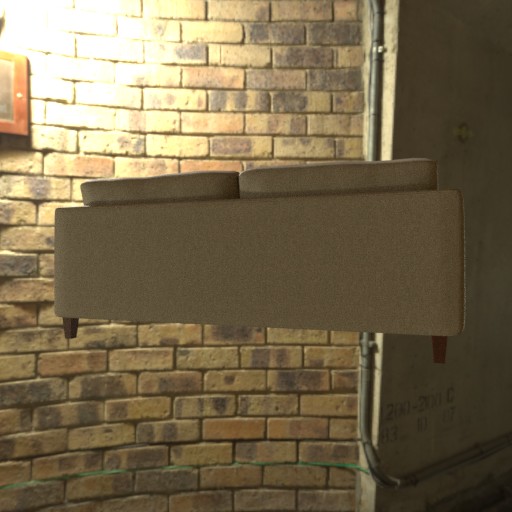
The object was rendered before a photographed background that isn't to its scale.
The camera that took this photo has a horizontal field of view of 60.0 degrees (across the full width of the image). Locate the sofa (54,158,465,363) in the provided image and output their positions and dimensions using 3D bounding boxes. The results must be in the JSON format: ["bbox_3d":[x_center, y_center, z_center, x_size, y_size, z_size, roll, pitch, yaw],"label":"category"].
[{"bbox_3d":[0.000,0.000,2.682,2.208,0.963,0.956,0,-1,18],"label":"sofa"}]
